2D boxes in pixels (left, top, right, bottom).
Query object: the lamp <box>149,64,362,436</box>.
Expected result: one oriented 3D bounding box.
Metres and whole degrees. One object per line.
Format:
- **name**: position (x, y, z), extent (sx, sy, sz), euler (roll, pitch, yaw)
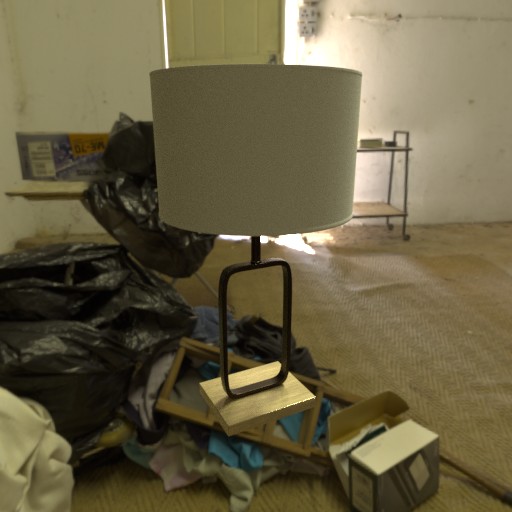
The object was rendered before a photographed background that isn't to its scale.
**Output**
- **lamp**: position (0.000, 0.000, 0.671), extent (0.279, 0.508, 0.279), euler (-9, 20, -26)
